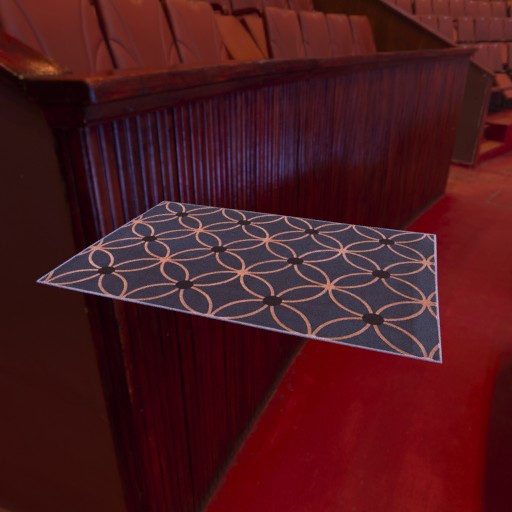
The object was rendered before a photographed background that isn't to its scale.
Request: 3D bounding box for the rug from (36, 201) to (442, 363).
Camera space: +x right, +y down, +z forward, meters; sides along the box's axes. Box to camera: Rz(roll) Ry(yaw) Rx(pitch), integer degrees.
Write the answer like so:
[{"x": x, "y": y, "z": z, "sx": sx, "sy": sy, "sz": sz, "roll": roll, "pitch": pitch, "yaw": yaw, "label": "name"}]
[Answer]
[{"x": 0.000, "y": 0.000, "z": 2.961, "sx": 2.284, "sy": 0.008, "sz": 1.522, "roll": 9, "pitch": 28, "yaw": 17, "label": "rug"}]
